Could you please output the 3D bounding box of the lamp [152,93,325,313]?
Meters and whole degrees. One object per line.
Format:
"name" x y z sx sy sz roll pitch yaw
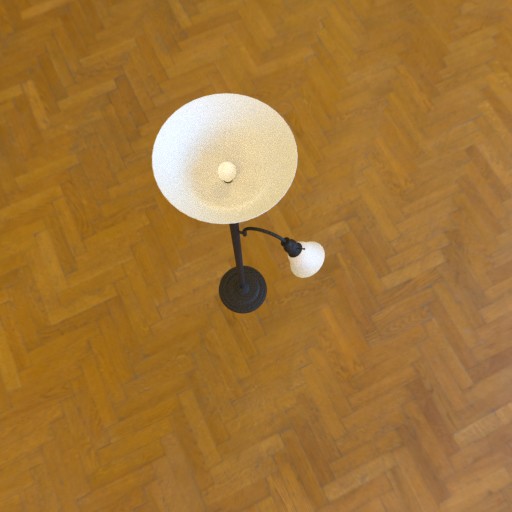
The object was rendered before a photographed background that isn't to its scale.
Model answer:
"lamp" 0.000 0.000 2.086 0.588 1.793 0.405 17 74 5
